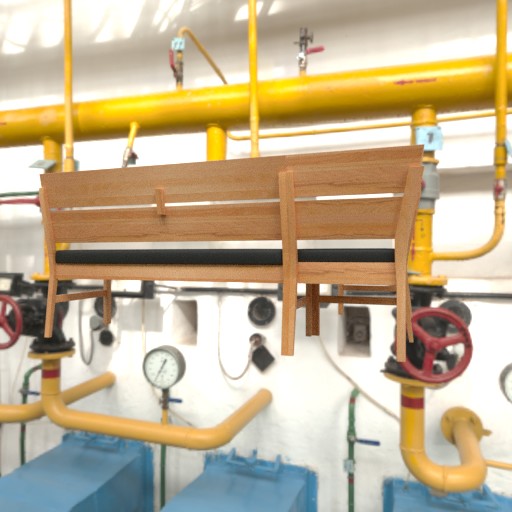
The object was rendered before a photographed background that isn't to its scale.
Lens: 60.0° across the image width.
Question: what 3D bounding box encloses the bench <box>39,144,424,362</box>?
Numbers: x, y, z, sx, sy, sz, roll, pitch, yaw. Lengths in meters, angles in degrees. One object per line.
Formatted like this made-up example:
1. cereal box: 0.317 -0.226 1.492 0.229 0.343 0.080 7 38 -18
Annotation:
1. bench: 0.000 0.000 2.804 1.948 0.890 1.548 0 0 19
